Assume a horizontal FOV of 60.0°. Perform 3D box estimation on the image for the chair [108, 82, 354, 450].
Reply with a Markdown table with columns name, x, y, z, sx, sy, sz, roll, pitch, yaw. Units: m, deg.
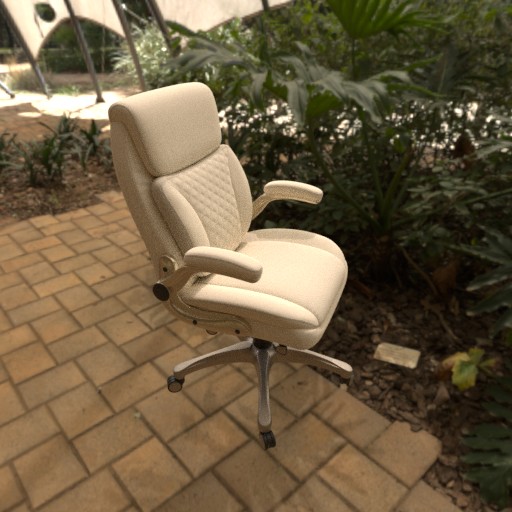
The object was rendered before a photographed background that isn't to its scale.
| name | x | y | z | sx | sy | sz | roll | pitch | yaw |
| --- | --- | --- | --- | --- | --- | --- | --- | --- | --- |
| chair | 0.000 | 0.000 | 1.609 | 0.794 | 1.110 | 0.740 | 9 | 30 | 17 |
